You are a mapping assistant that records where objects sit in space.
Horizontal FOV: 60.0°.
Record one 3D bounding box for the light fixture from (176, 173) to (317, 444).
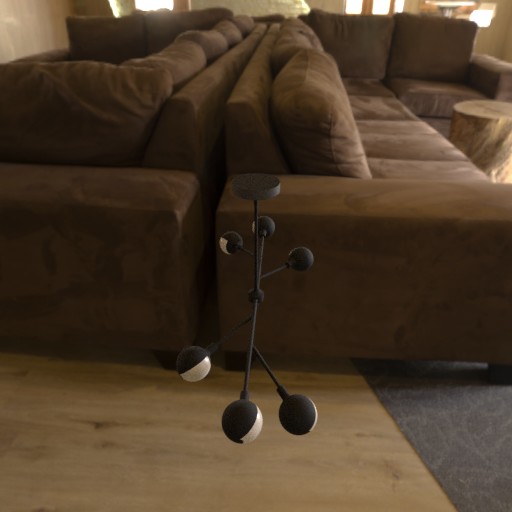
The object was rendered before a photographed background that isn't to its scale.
[{"bbox_3d":[0.000,0.000,1.019,0.434,0.362,0.778,10,32,17],"label":"light fixture"}]
